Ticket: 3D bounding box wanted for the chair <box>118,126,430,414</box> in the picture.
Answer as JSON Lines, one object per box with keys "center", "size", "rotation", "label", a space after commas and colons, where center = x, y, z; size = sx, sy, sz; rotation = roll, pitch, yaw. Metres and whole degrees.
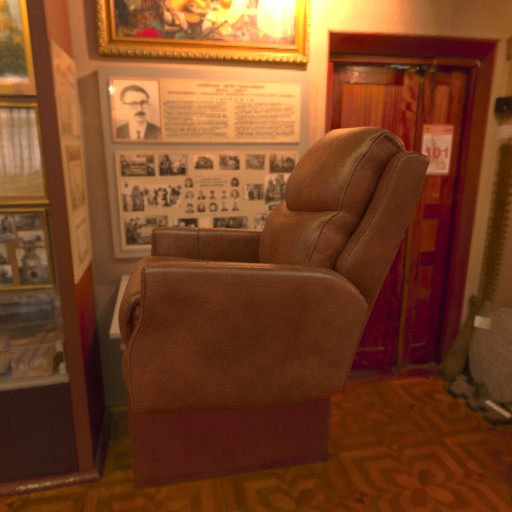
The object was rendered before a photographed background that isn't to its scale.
{"center": [0.000, 0.000, 1.821], "size": [1.072, 1.016, 0.821], "rotation": [-2, 14, -10], "label": "chair"}
